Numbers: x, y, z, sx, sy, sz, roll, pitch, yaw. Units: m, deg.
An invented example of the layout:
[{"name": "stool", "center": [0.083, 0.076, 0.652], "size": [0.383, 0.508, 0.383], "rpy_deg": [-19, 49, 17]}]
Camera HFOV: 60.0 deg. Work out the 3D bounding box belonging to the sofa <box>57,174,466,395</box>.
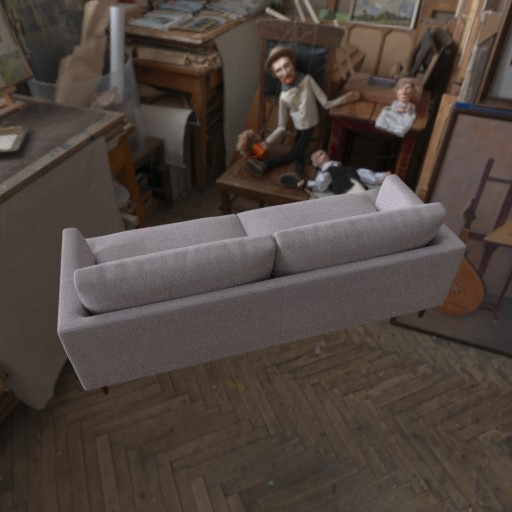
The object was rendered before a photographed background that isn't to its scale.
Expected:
[{"name": "sofa", "center": [0.000, 0.000, 2.806], "size": [2.250, 0.868, 1.020], "rpy_deg": [-11, 43, -12]}]
